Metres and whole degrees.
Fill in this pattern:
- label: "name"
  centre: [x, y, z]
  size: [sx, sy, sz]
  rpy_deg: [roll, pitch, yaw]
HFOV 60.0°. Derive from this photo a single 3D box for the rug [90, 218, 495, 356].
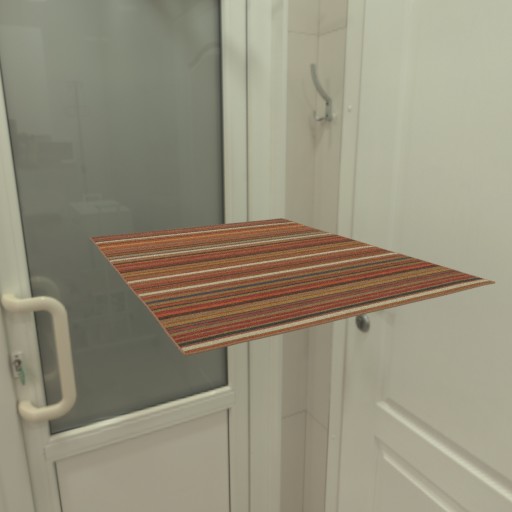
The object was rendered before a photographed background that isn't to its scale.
- label: "rug"
  centre: [0.000, 0.000, 4.090]
  size: [2.479, 0.023, 3.092]
  rpy_deg: [-8, 17, -27]
